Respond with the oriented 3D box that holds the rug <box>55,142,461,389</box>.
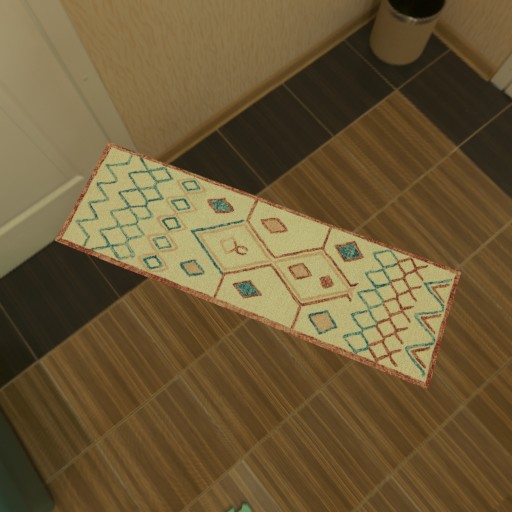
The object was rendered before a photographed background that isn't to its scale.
[{"bbox_3d":[0.000,0.000,2.771,2.435,0.011,0.750,21,76,6],"label":"rug"}]
